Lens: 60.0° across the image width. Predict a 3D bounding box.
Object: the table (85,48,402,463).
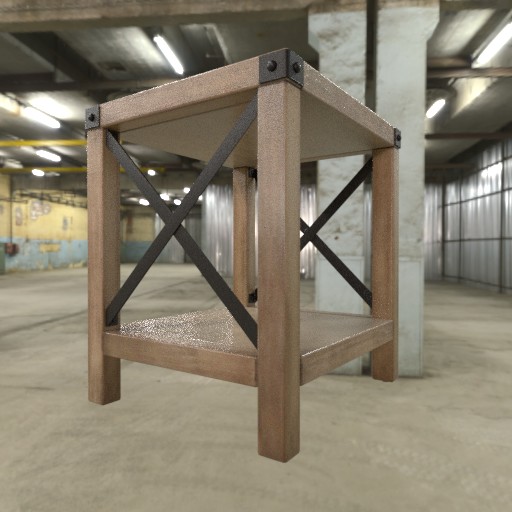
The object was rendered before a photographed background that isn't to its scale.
[{"bbox_3d":[0.000,0.000,0.916,0.459,0.561,0.510,0,1,35],"label":"table"}]
